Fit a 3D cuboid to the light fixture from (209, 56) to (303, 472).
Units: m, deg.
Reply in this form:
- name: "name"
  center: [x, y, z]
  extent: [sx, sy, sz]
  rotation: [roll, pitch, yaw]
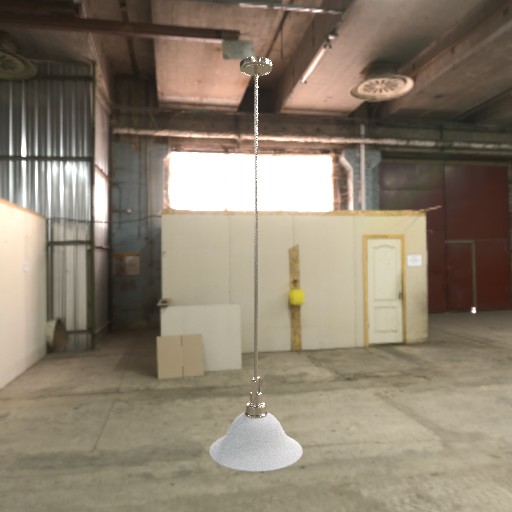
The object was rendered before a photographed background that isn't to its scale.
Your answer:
- name: "light fixture"
  center: [0.000, 0.000, 1.554]
  extent: [0.324, 1.354, 0.324]
  rotation: [0, -1, 18]
